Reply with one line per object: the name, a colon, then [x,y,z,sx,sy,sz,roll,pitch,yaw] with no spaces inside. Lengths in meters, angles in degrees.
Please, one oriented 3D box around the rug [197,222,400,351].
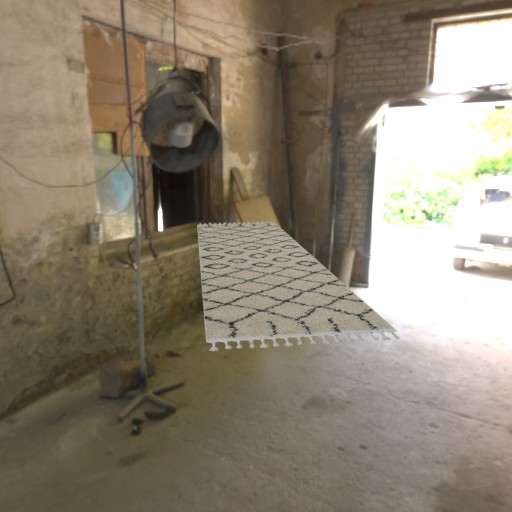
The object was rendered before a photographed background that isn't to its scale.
rug: [0.000,0.000,2.622,0.660,0.005,2.464,-2,14,-8]
